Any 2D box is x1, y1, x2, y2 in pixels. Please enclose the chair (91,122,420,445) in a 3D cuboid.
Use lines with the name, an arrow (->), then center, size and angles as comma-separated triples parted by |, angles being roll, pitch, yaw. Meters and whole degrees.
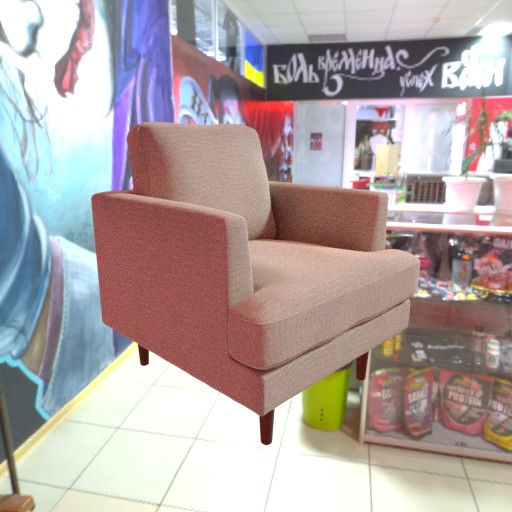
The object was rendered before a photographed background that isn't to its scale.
chair -> 0.000, 0.000, 1.630 | 0.899, 0.957, 0.858 | 14, 20, 43
